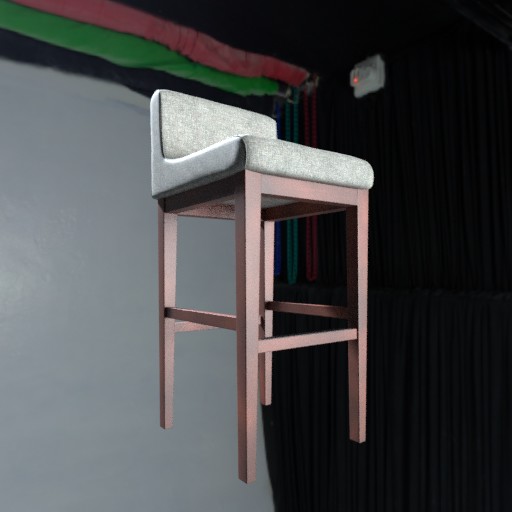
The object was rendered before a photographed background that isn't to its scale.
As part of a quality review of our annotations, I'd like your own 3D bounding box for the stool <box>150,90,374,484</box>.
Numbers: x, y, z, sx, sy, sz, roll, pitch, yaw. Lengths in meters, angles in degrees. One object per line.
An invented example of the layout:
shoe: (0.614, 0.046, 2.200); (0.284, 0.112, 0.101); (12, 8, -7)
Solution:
stool: (0.000, 0.000, 1.224); (0.426, 0.965, 0.499); (1, -2, -37)
